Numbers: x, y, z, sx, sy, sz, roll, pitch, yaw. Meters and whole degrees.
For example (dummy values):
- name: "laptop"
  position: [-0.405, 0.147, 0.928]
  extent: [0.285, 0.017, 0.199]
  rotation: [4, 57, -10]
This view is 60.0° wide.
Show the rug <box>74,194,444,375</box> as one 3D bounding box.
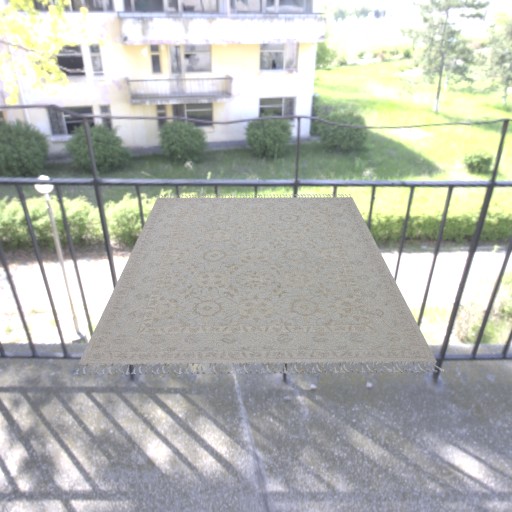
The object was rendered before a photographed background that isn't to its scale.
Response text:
- name: "rug"
  position: [0.000, 0.000, 4.183]
  extent: [2.444, 0.013, 3.043]
  rotation: [0, 30, -1]
